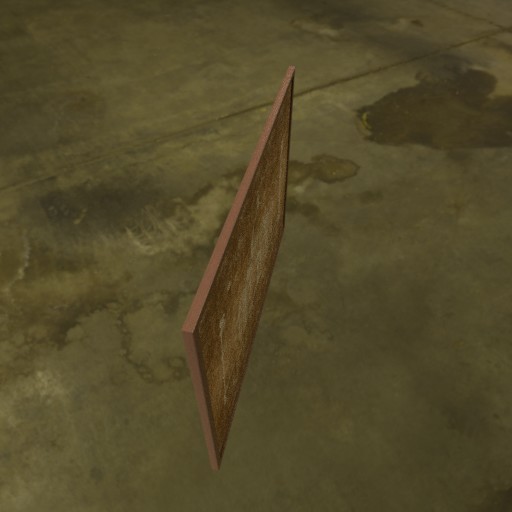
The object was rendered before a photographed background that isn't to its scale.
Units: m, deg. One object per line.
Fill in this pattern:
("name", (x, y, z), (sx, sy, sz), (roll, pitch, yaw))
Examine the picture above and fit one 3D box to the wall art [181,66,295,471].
("wall art", (0.000, 0.000, 0.859), (0.014, 0.455, 0.660), (10, 48, 9))
